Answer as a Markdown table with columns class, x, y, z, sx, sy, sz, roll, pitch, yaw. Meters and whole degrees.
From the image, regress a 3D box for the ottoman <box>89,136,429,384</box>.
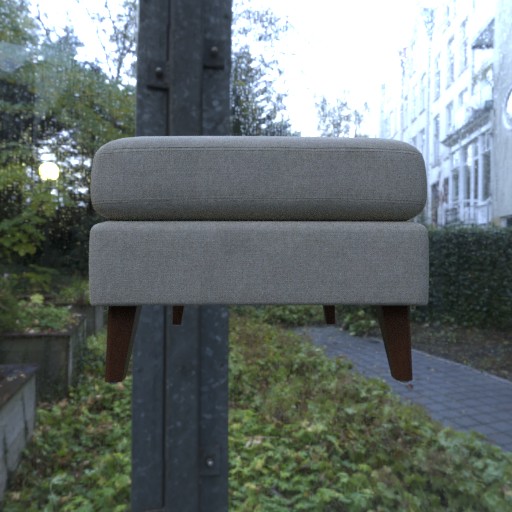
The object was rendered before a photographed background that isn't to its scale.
| class | x | y | z | sx | sy | sz | roll | pitch | yaw |
| --- | --- | --- | --- | --- | --- | --- | --- | --- | --- |
| ottoman | 0.000 | 0.000 | 1.182 | 0.610 | 0.478 | 0.823 | 0 | -1 | -1 |
